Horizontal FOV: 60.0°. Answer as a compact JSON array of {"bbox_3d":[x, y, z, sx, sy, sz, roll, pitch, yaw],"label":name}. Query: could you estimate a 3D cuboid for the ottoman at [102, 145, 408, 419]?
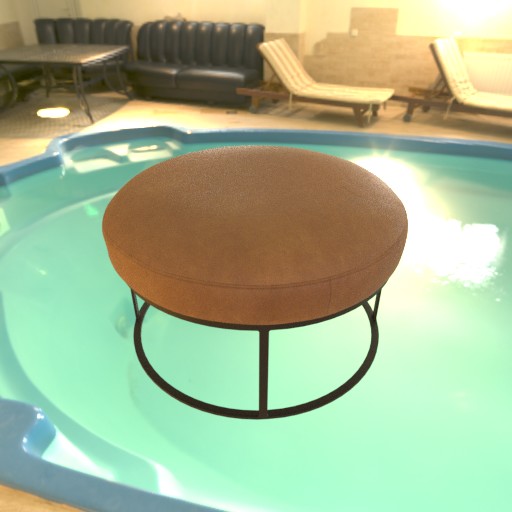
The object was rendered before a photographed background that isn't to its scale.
[{"bbox_3d":[0.000,0.000,1.246,0.771,0.460,0.771,0,32,0],"label":"ottoman"}]
